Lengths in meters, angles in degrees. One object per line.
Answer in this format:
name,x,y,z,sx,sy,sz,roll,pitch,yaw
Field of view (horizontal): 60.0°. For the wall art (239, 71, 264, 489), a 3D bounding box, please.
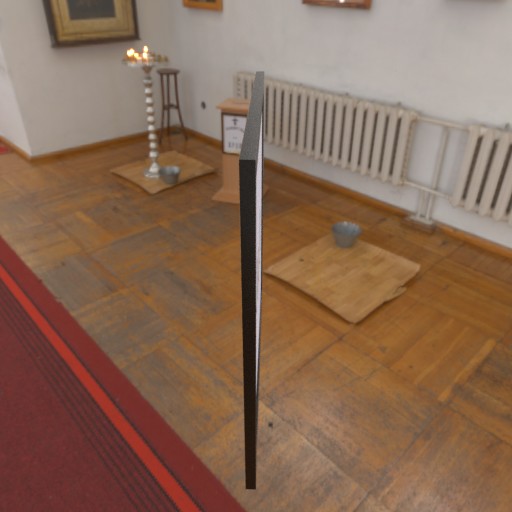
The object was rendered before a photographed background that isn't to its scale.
wall art,0.000,0.000,0.656,0.014,0.445,0.446,1,31,1
